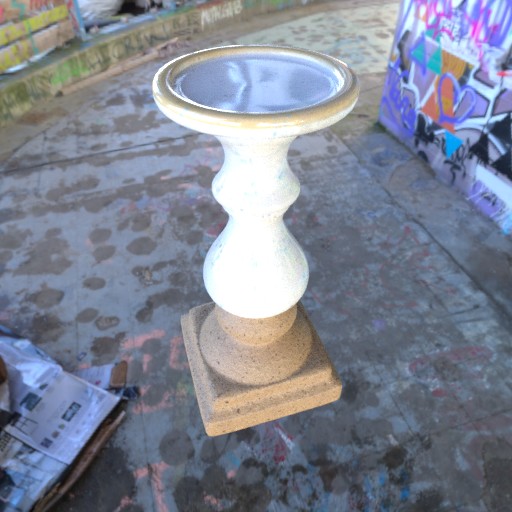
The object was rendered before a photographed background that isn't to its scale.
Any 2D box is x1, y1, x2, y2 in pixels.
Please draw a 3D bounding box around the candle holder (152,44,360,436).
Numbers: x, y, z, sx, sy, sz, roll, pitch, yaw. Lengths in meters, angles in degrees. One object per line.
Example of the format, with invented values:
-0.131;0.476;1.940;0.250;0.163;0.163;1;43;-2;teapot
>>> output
0.000;0.000;0.297;0.110;0.239;0.110;-12;43;-13;candle holder
